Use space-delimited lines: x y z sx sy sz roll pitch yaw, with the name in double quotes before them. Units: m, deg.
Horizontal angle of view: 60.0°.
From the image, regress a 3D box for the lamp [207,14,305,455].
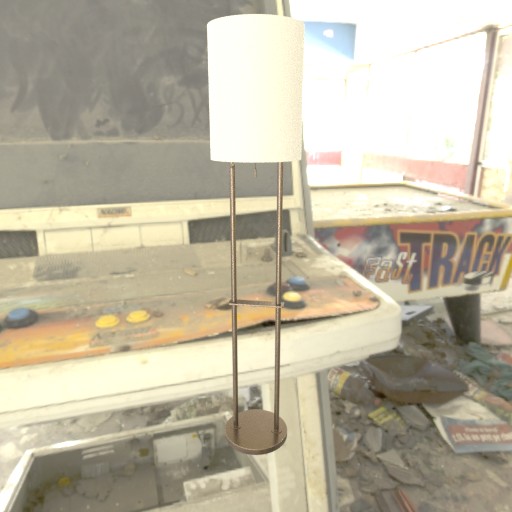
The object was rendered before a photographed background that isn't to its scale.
"lamp" 0.000 0.000 1.596 0.306 1.500 0.305 2 16 9
